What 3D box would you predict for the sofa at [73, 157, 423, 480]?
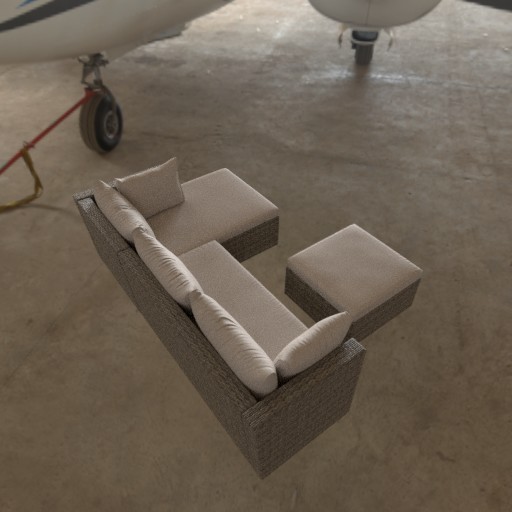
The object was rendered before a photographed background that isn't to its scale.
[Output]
[{"bbox_3d":[0.000,0.000,3.065,1.662,0.766,2.192,-27,49,-26],"label":"sofa"}]
